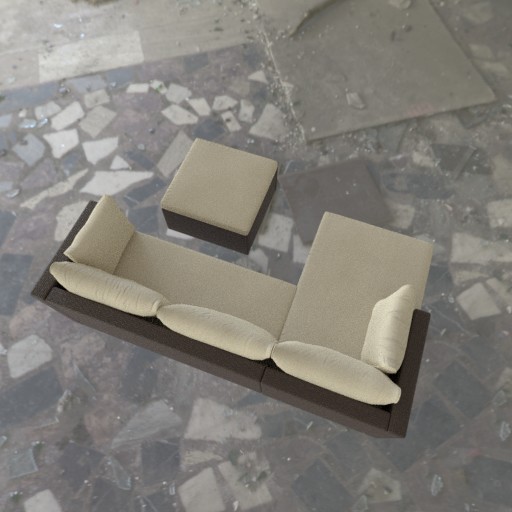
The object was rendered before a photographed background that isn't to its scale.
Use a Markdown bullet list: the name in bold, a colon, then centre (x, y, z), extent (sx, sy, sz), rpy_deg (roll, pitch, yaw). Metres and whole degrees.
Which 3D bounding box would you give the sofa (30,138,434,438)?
- **sofa**: centre (0.000, 0.000, 2.931), extent (2.192, 0.766, 1.612), rpy_deg (19, 65, 9)
